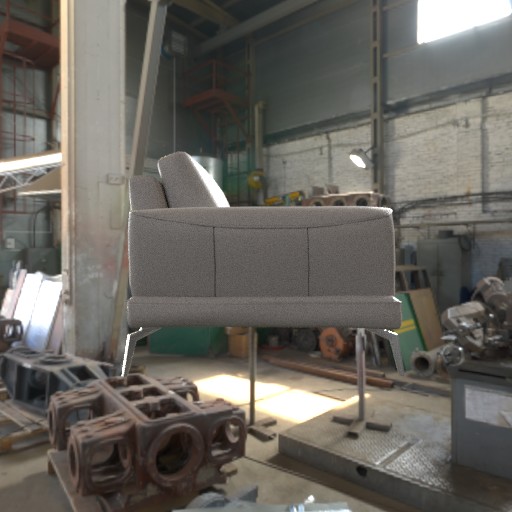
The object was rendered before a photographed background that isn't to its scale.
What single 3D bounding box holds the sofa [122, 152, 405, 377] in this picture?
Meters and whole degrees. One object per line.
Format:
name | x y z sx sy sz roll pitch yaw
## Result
sofa | 0.000 0.000 2.769 1.121 0.930 2.177 0 0 -2
